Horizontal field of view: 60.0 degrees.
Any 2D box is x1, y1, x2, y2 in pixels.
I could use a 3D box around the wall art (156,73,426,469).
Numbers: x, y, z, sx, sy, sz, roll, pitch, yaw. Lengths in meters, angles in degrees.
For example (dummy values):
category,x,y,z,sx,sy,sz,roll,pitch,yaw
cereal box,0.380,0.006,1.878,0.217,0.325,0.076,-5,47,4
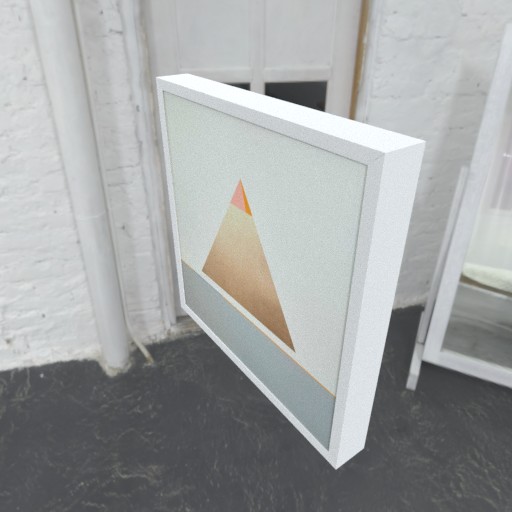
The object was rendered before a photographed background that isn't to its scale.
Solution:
category,x,y,z,sx,sy,sz,roll,pitch,yaw
wall art,0.000,0.000,0.450,0.038,0.304,0.305,-21,37,-30
